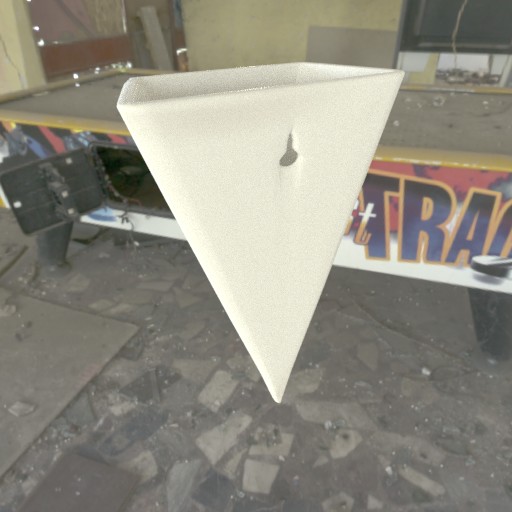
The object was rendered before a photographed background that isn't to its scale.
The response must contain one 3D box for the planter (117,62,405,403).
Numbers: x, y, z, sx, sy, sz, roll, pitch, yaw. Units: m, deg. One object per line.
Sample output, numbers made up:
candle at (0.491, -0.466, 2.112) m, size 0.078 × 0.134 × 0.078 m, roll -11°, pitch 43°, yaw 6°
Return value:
planter at (0.000, 0.000, 0.260) m, size 0.150 × 0.197 × 0.060 m, roll -19°, pitch 35°, yaw -28°
